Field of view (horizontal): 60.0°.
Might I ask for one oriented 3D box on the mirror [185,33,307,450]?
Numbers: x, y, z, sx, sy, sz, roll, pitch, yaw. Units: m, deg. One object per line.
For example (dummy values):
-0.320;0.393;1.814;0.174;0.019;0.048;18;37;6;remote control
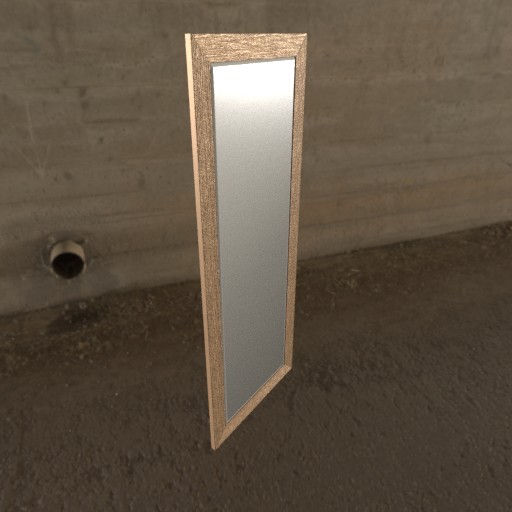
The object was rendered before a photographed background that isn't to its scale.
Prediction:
0.000;0.000;2.265;0.026;2.031;0.812;17;32;31;mirror
